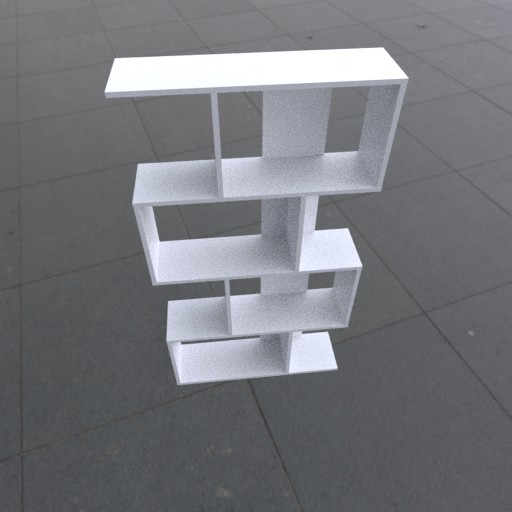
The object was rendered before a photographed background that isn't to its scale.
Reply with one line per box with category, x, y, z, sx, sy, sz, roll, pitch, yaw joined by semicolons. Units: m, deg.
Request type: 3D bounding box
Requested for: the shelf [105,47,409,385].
shelf;0.000;0.000;1.959;0.890;1.650;0.250;-4;45;-4
